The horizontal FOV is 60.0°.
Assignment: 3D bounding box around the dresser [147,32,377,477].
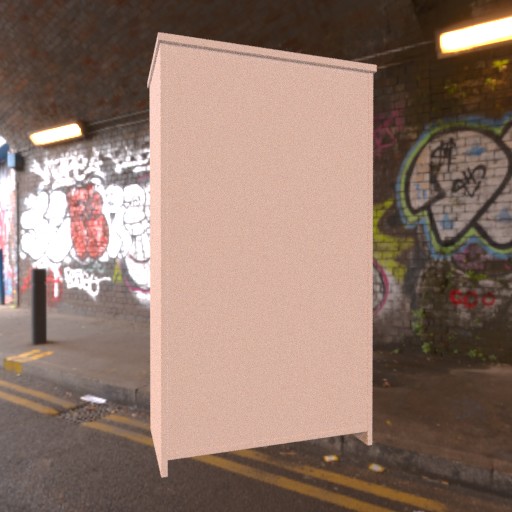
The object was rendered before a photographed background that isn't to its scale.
[{"bbox_3d":[0.000,0.000,1.541,0.704,1.255,0.399,0,1,-18],"label":"dresser"}]
